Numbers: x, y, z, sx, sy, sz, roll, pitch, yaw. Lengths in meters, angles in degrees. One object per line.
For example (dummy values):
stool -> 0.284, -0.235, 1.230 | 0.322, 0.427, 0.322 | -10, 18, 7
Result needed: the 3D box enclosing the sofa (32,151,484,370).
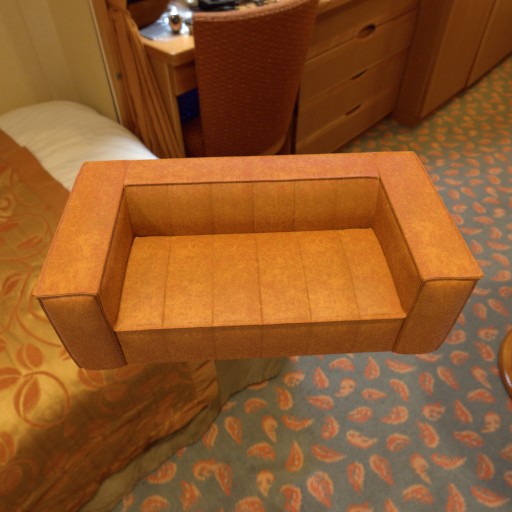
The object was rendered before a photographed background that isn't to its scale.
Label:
sofa -> 0.000, 0.000, 2.593 | 2.088, 0.703, 1.102 | -2, 46, -2
